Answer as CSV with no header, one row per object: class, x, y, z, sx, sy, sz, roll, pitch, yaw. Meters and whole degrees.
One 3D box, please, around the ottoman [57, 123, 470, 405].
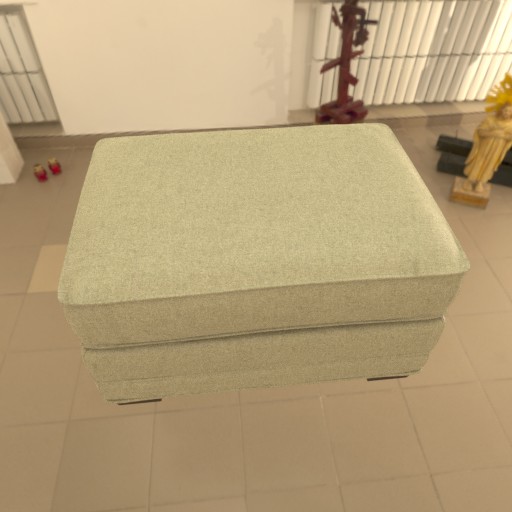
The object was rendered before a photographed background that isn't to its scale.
ottoman,0.000,0.000,1.200,0.848,0.508,0.611,-4,47,-4
